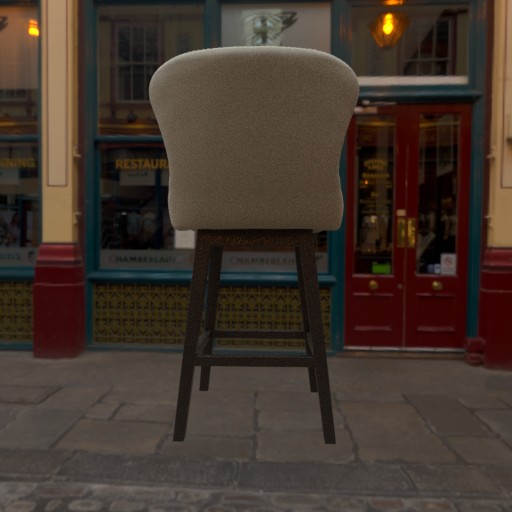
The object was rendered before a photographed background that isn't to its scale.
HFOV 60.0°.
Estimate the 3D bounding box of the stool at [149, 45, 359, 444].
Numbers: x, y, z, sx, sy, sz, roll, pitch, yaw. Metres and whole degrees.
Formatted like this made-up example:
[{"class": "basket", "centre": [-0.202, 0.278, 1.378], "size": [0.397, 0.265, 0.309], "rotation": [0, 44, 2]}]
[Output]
[{"class": "stool", "centre": [0.000, 0.000, 1.298], "size": [0.528, 0.971, 0.593], "rotation": [0, 1, 2]}]
